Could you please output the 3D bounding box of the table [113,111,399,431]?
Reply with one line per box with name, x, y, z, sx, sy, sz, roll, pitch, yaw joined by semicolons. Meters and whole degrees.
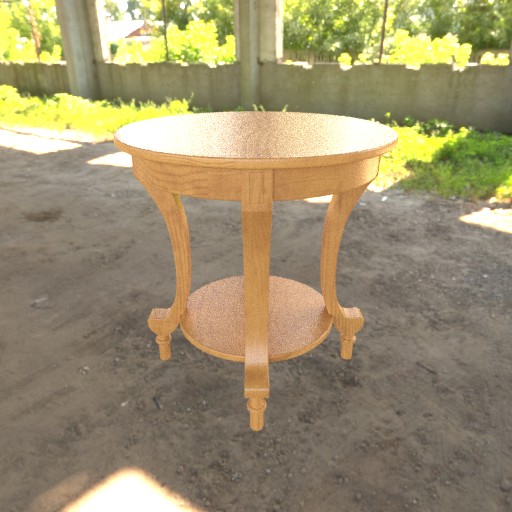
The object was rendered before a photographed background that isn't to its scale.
table;0.000;0.000;1.092;0.597;0.612;0.597;0;25;0
